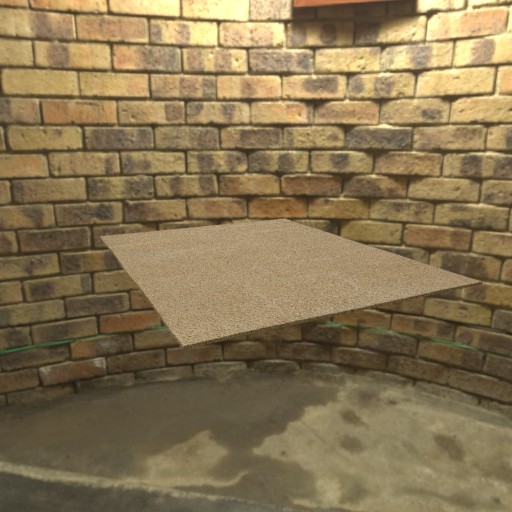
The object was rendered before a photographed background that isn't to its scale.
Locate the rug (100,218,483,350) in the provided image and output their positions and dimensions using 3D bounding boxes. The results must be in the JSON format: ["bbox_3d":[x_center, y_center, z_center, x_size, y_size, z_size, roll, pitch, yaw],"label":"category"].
[{"bbox_3d":[0.000,0.000,4.186,2.400,0.025,3.000,-8,17,-26],"label":"rug"}]
